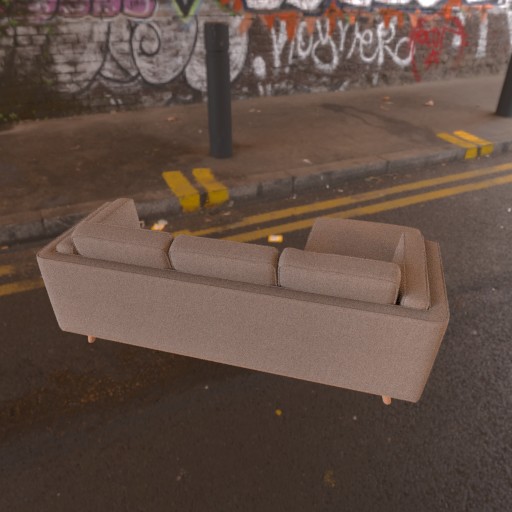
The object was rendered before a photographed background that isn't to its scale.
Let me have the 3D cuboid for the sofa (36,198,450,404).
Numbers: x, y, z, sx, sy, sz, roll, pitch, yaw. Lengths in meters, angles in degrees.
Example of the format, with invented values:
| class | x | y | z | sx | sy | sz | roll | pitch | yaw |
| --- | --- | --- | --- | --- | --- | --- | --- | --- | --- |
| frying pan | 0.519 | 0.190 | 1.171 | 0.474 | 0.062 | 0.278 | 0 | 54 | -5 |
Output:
| class | x | y | z | sx | sy | sz | roll | pitch | yaw |
| --- | --- | --- | --- | --- | --- | --- | --- | --- | --- |
| sofa | 0.000 | 0.000 | 3.209 | 2.411 | 0.929 | 1.604 | 8 | 32 | 13 |
